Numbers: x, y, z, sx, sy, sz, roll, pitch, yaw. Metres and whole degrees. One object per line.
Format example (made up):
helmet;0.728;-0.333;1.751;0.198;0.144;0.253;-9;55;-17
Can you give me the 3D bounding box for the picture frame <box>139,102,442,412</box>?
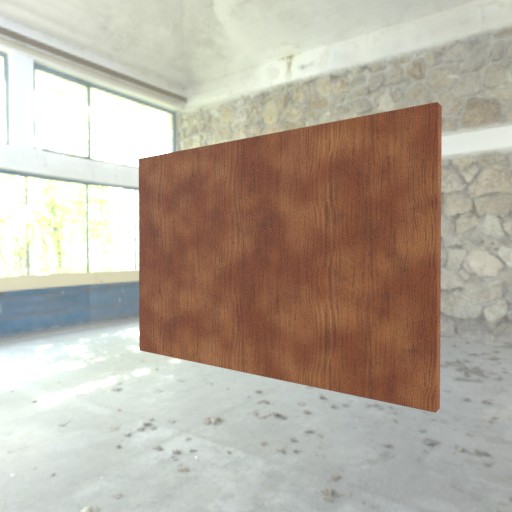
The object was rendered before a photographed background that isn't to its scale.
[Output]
picture frame;0.000;0.000;1.207;0.950;0.640;0.029;1;1;37
